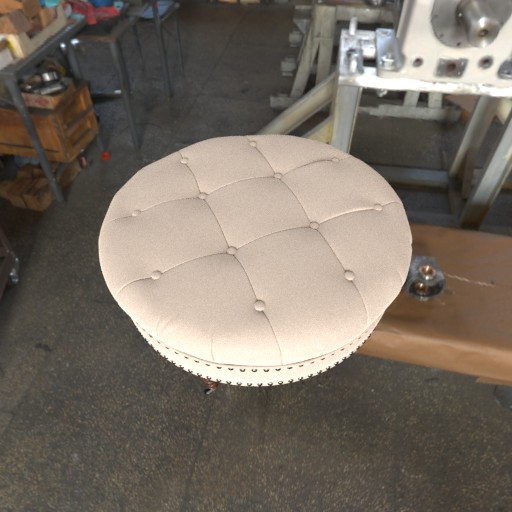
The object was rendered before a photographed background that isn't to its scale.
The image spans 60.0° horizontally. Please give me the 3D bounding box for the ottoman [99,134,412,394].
[{"bbox_3d":[0.000,0.000,1.413,0.901,0.439,0.901,0,48,0],"label":"ottoman"}]
